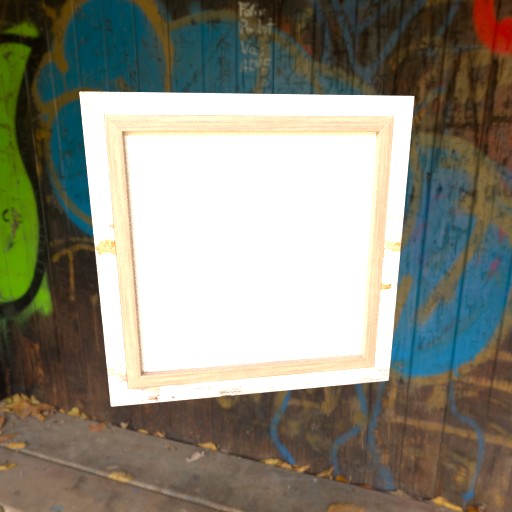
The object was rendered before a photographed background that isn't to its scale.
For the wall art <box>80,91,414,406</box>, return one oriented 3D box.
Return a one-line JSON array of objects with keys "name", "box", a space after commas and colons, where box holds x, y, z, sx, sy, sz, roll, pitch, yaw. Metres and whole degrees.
[{"name": "wall art", "box": [0.000, 0.000, 1.484, 1.015, 1.018, 0.040, -3, 16, -9]}]
